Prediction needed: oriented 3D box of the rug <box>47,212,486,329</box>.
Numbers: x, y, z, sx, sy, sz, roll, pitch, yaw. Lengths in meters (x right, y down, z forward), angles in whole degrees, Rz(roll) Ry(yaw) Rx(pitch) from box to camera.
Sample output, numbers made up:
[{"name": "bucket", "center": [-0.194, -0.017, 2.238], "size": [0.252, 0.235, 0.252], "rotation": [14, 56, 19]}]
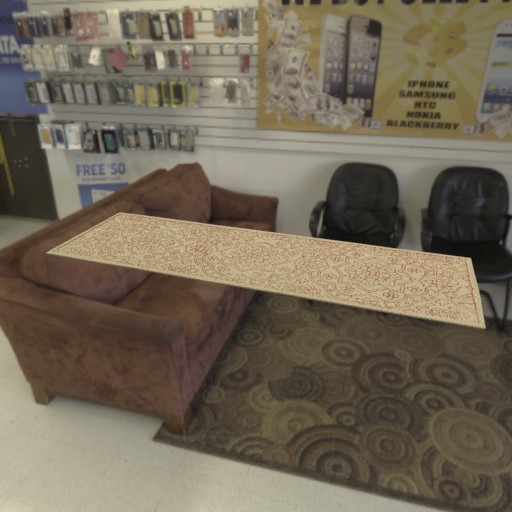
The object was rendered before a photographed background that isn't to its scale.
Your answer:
[{"name": "rug", "center": [0.000, 0.000, 2.665], "size": [2.448, 0.012, 0.769], "rotation": [8, 27, 17]}]
